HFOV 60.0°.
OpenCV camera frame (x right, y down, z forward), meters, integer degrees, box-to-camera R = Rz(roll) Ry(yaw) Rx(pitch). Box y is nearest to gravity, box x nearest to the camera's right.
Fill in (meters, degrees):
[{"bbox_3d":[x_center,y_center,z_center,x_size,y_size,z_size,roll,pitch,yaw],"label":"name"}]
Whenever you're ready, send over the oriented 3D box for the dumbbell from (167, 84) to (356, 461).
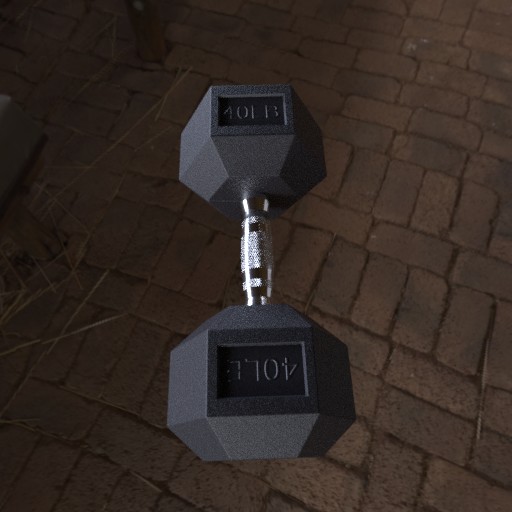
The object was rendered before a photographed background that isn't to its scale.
[{"bbox_3d":[0.000,0.000,0.432,0.157,0.137,0.361,-2,65,-1],"label":"dumbbell"}]
